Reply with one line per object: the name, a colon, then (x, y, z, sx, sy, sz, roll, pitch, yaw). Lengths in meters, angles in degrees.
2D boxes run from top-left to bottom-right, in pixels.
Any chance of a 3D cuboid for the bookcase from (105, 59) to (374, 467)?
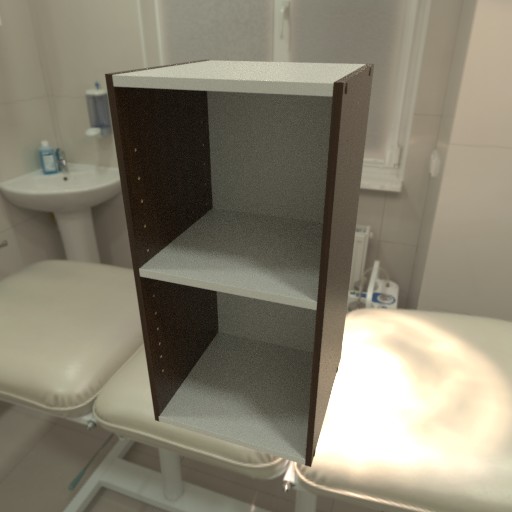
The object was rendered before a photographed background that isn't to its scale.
bookcase: (0.000, 0.000, 0.767, 0.300, 0.600, 0.290, 9, 29, 17)
